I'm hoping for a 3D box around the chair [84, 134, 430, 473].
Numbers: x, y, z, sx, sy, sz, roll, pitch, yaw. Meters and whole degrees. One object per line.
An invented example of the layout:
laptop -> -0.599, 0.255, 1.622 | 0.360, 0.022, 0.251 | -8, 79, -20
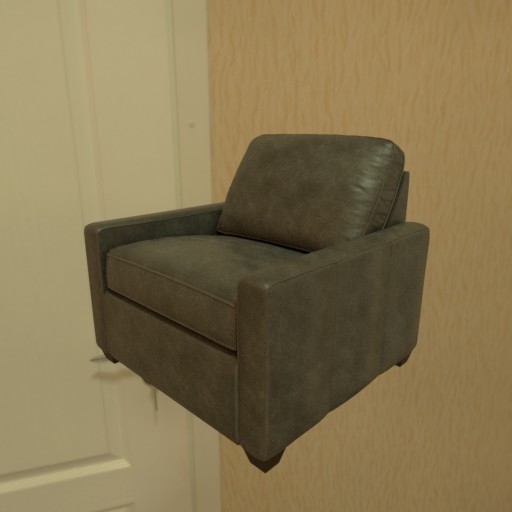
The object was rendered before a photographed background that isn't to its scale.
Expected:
chair -> 0.000, 0.000, 1.742 | 1.006, 0.916, 0.939 | 16, 23, 42
